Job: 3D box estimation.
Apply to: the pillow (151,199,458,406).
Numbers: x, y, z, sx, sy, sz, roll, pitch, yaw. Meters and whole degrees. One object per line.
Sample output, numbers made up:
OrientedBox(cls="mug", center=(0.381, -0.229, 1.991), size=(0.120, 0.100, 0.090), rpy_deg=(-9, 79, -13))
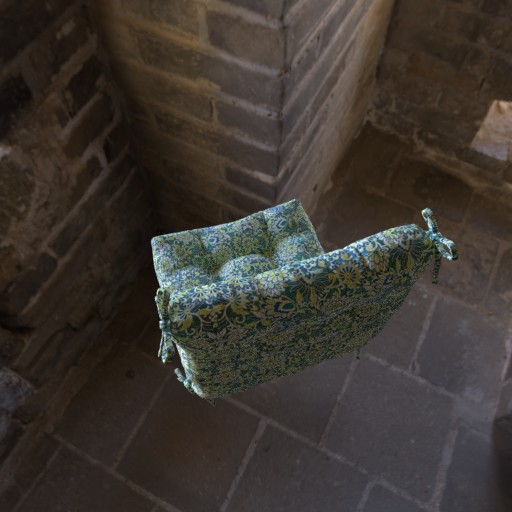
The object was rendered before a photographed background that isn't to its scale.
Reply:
OrientedBox(cls="pillow", center=(0.000, 0.000, 1.027), size=(0.519, 0.605, 0.571), rpy_deg=(-17, 59, -10))
